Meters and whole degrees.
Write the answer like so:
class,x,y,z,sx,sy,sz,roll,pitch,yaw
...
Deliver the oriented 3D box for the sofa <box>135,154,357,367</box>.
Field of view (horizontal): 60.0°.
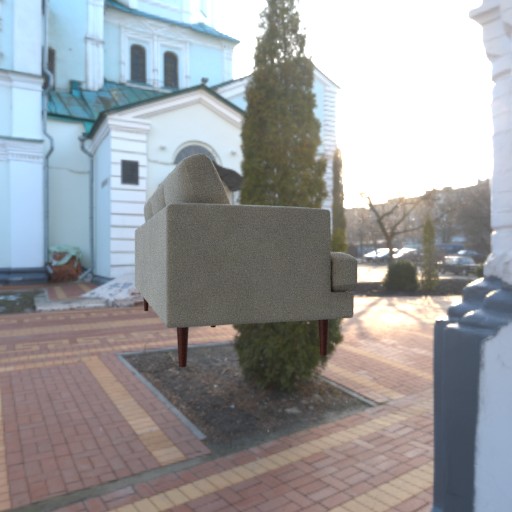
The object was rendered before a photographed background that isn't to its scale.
class,x,y,z,sx,sy,sz,roll,pitch,yaw
sofa,0.000,0.000,3.080,1.504,0.956,2.233,0,1,-19
